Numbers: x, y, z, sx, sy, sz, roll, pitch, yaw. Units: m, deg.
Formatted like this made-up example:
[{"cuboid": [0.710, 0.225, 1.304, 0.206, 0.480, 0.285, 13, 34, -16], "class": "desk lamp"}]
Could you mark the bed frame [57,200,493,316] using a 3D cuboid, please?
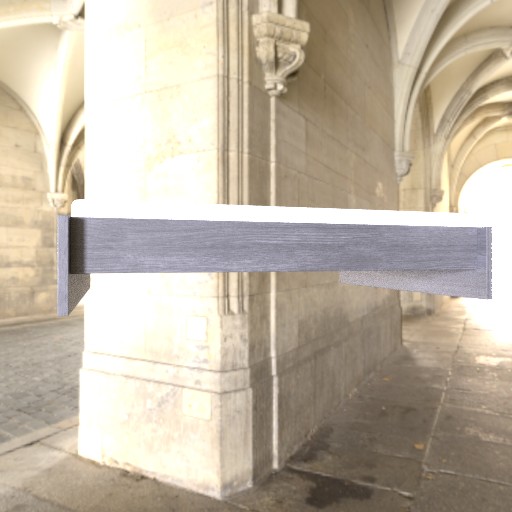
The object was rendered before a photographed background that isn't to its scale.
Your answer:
[{"cuboid": [0.000, 0.000, 2.577, 1.950, 0.432, 1.490, 0, 0, -18], "class": "bed frame"}]
